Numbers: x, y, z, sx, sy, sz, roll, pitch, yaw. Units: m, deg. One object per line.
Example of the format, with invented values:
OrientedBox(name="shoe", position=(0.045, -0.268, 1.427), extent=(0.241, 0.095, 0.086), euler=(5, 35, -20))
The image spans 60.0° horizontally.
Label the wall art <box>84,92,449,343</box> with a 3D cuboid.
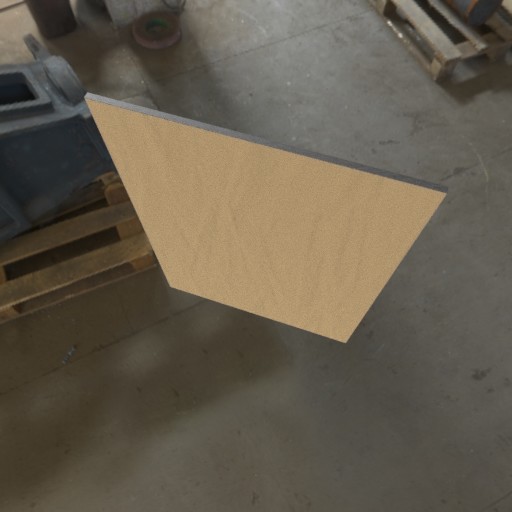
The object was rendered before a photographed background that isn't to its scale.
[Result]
OrientedBox(name="wall art", position=(0.000, 0.000, 1.442), extent=(0.810, 1.116, 0.016), euler=(17, 65, 8))
